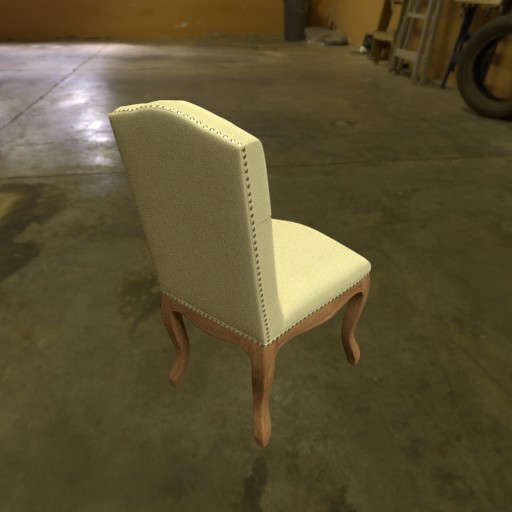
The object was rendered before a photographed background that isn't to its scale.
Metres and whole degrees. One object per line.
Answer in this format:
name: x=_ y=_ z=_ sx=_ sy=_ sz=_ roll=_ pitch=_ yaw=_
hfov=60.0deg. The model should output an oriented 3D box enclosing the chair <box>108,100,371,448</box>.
chair: x=0.000 y=0.000 z=1.564 sx=0.623 sy=1.165 sz=0.715 roll=22 pitch=38 yaw=31
